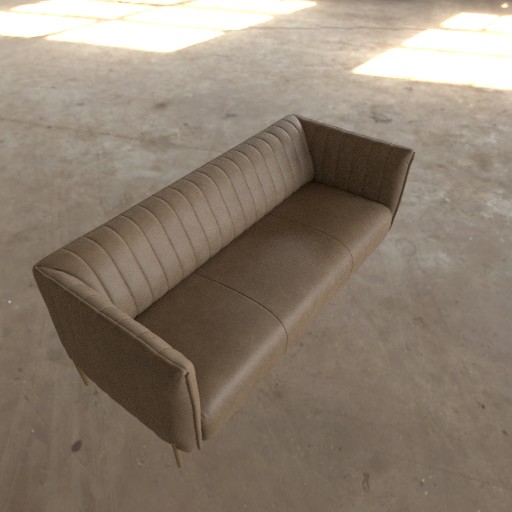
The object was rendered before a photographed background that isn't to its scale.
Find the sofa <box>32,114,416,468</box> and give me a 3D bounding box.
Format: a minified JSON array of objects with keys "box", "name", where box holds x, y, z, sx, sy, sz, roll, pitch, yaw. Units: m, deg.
[{"box":[0.000,0.000,2.401,0.876,0.779,1.980,26,47,27],"name":"sofa"}]
